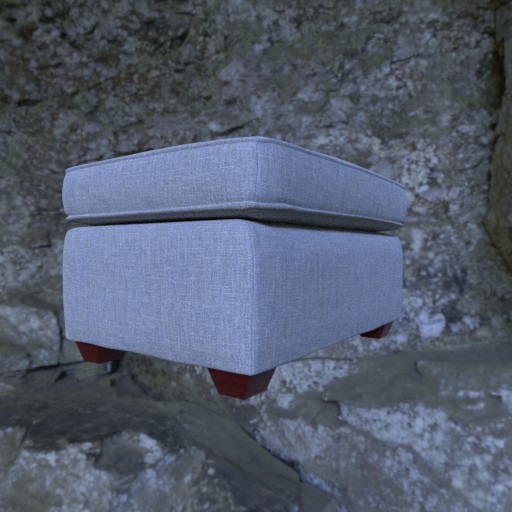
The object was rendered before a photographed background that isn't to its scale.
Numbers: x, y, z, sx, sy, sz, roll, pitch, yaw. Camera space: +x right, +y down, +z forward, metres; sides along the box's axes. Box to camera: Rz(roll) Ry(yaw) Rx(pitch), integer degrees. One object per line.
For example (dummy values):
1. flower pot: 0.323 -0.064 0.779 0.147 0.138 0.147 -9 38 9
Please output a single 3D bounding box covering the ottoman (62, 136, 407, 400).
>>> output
1. ottoman: 0.000 0.000 1.115 0.559 0.457 0.762 0 1 36
